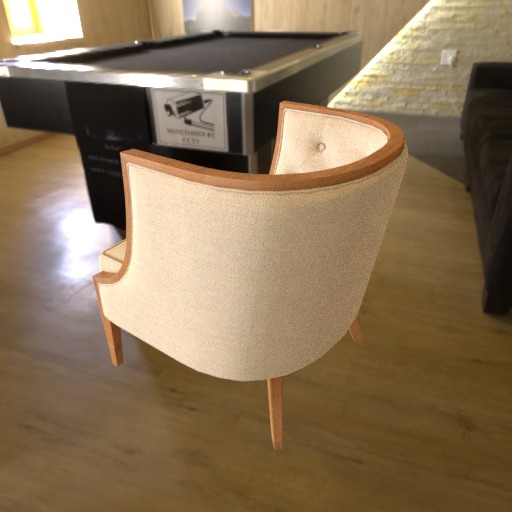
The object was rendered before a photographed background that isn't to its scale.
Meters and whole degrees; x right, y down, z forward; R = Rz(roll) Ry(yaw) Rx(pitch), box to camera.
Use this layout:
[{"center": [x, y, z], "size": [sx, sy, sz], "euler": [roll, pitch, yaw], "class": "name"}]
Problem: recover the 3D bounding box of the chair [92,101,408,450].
[{"center": [0.000, 0.000, 1.359], "size": [0.757, 0.775, 0.711], "euler": [20, 36, 30], "class": "chair"}]
